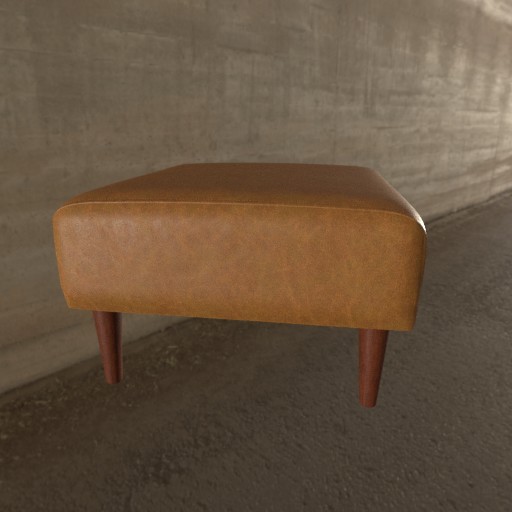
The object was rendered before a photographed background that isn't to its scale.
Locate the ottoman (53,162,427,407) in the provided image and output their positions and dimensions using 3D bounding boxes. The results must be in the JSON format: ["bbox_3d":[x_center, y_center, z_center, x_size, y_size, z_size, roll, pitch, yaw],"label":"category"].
[{"bbox_3d":[0.000,0.000,1.059,0.650,0.399,0.650,3,17,8],"label":"ottoman"}]
